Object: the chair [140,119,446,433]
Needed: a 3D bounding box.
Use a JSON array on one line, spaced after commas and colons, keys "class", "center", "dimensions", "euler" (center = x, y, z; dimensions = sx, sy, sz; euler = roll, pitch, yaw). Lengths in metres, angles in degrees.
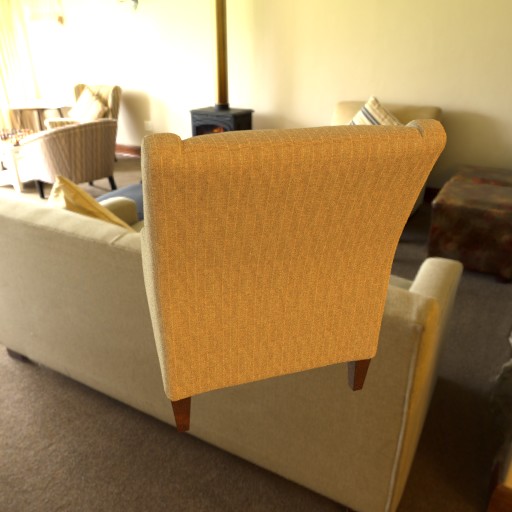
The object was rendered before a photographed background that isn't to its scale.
[{"class": "chair", "center": [0.000, 0.000, 1.581], "dimensions": [0.774, 1.014, 0.870], "euler": [-8, 26, -16]}]
